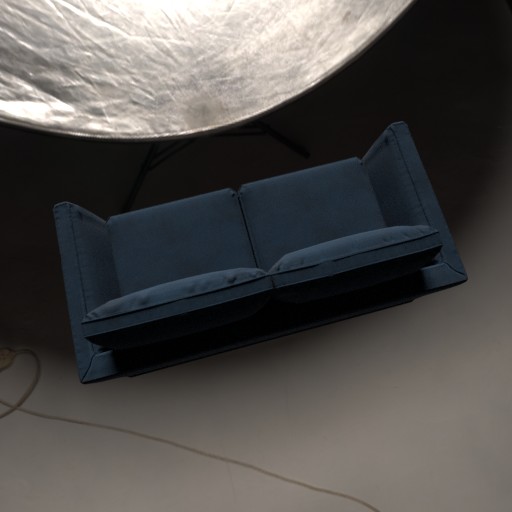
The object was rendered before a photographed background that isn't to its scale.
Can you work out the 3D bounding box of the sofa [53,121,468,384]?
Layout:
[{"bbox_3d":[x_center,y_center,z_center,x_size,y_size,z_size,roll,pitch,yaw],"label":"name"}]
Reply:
[{"bbox_3d":[0.000,0.000,2.274,1.770,1.002,0.853,-14,75,-4],"label":"sofa"}]
